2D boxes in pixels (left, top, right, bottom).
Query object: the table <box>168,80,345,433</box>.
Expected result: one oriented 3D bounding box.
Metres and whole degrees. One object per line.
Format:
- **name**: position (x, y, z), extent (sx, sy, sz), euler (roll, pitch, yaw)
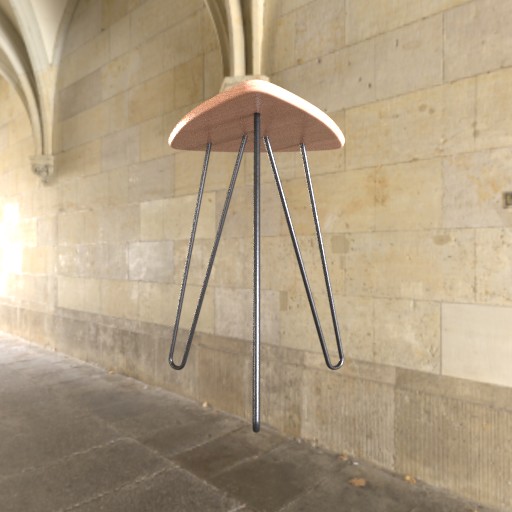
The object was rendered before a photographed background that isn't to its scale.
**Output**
- **table**: position (0.000, 0.000, 0.911), extent (0.442, 0.564, 0.455), euler (0, 0, 0)
